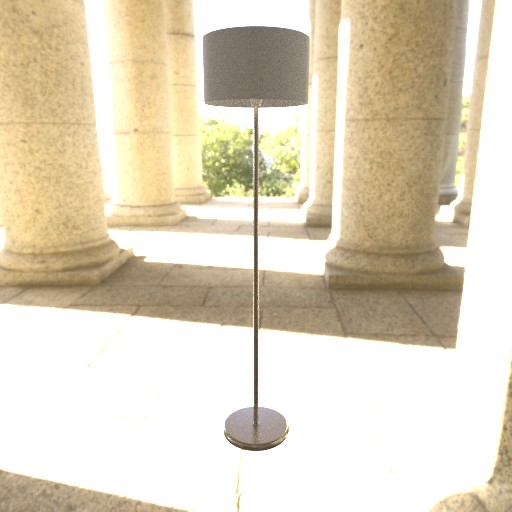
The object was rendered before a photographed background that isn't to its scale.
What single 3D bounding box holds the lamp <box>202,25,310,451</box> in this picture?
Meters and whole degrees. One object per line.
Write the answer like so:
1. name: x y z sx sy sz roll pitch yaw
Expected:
1. lamp: 0.000 0.000 1.609 0.347 1.443 0.347 -7 16 -25
